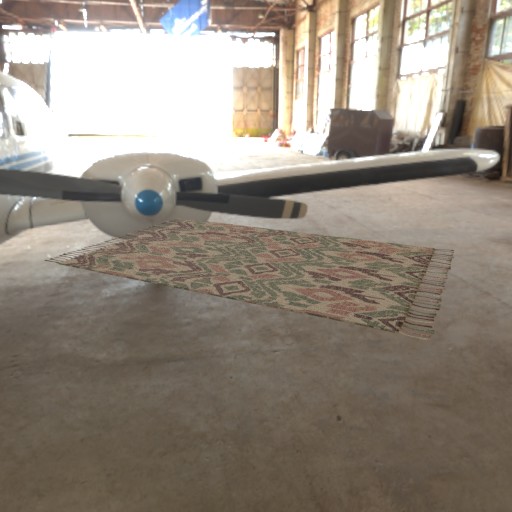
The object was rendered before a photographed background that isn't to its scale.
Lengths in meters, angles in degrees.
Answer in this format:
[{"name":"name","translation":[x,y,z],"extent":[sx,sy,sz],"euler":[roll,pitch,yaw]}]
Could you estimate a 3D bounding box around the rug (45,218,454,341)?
[{"name":"rug","translation":[0.000,0.000,3.047],"extent":[2.438,0.011,1.524],"euler":[9,19,26]}]
